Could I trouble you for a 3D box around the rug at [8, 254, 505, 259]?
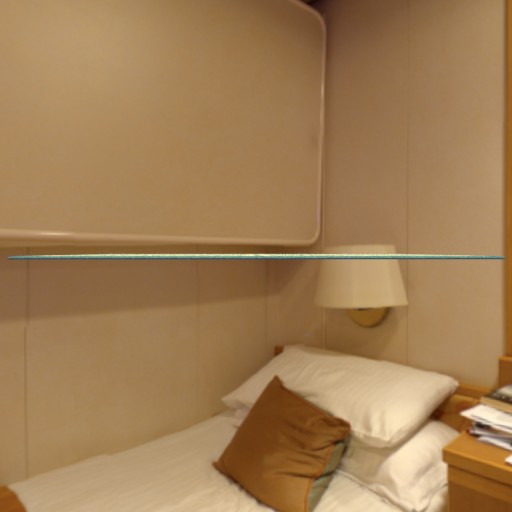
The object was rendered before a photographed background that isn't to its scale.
[{"bbox_3d":[0.000,0.000,3.376,2.769,0.018,1.830,0,1,-1],"label":"rug"}]
